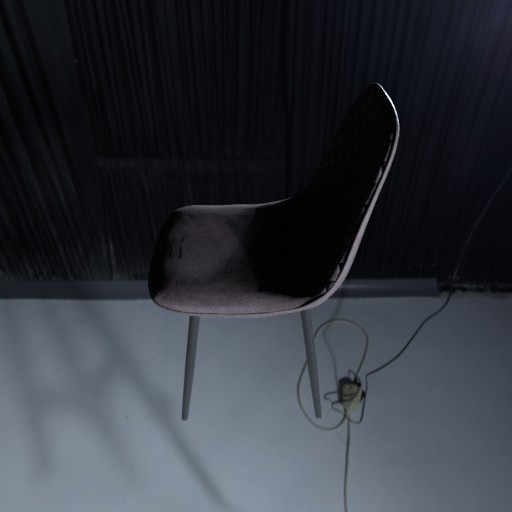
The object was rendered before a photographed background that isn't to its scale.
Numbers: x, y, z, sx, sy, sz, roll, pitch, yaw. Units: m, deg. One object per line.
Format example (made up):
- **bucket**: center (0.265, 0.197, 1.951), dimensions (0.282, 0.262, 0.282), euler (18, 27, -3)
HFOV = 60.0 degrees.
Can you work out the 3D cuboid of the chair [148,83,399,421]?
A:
- **chair**: center (0.000, 0.000, 1.213), dimensions (0.561, 0.889, 0.472), euler (-1, 41, -1)
